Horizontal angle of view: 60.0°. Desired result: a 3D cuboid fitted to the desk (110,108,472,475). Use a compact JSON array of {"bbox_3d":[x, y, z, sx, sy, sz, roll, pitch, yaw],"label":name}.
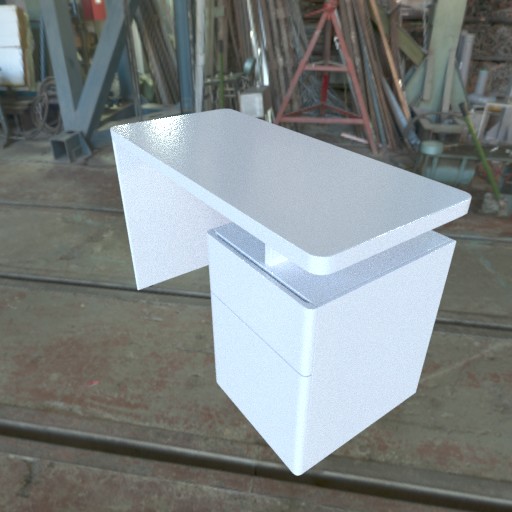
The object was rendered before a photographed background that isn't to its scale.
[{"bbox_3d":[0.000,0.000,1.619,0.550,0.760,1.200,-20,37,-30],"label":"desk"}]
